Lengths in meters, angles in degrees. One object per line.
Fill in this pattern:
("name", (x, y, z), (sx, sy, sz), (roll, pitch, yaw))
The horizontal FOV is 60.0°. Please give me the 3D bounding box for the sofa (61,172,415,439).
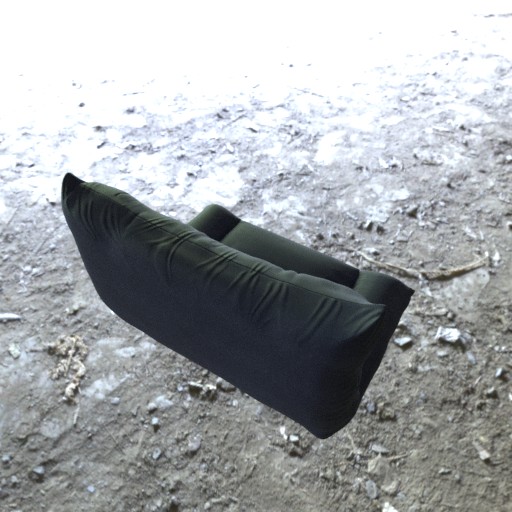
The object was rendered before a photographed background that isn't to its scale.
("sofa", (0.000, 0.000, 1.699), (1.122, 0.778, 0.849), (24, 50, 22))
